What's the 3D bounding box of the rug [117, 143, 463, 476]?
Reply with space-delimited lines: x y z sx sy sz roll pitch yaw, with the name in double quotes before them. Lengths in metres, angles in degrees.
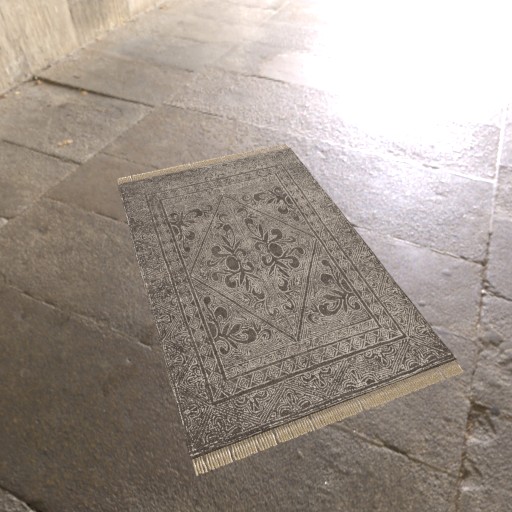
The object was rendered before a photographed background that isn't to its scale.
"rug" 0.000 0.000 3.016 1.529 0.010 2.440 -15 48 -14
